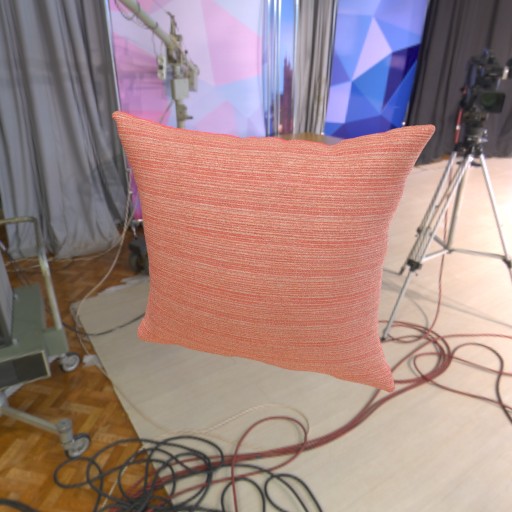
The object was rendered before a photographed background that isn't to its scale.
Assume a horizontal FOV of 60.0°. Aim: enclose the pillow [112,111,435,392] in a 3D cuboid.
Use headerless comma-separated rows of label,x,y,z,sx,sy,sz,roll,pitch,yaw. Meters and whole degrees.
pillow,0.000,0.000,0.817,0.559,0.501,0.229,8,28,16
